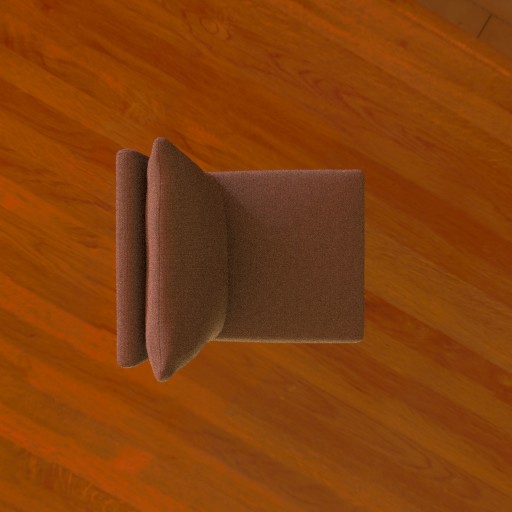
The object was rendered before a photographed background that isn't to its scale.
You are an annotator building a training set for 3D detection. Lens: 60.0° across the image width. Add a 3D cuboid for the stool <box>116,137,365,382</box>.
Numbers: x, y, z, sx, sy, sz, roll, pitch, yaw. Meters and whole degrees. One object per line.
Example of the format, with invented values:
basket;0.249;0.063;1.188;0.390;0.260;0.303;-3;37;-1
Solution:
stool;0.000;0.000;1.306;0.569;1.031;0.463;0;91;-2
